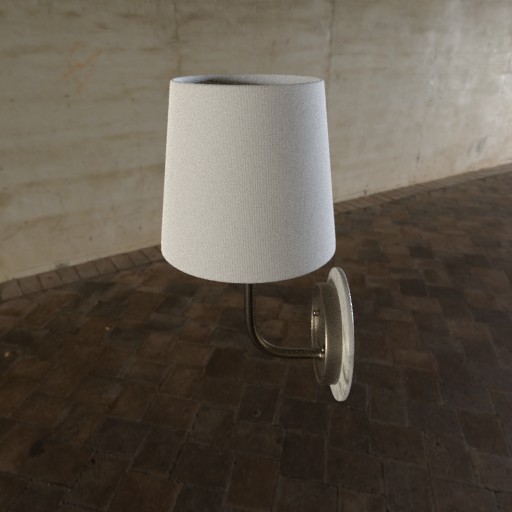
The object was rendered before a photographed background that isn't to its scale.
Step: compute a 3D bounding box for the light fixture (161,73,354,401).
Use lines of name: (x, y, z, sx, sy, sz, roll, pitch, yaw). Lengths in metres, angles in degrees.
light fixture: (0.000, 0.000, 0.453, 0.188, 0.337, 0.168, 0, 26, 0)
